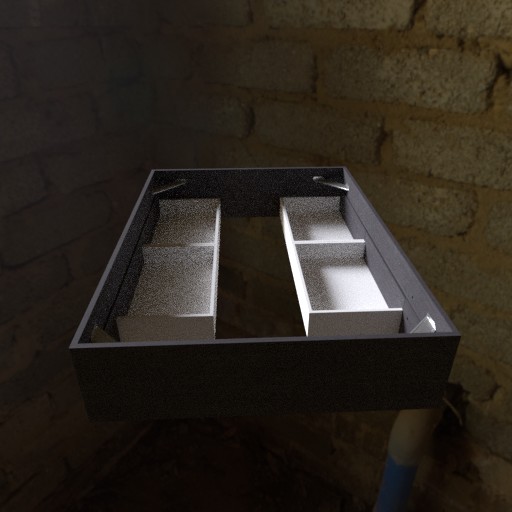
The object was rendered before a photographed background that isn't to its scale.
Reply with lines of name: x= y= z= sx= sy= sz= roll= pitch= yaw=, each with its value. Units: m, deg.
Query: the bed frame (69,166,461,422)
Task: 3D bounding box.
bed frame: x=0.000 y=0.000 z=2.570 sx=1.448 sy=0.459 sz=1.944 roll=-1 pitch=30 yaw=-2
